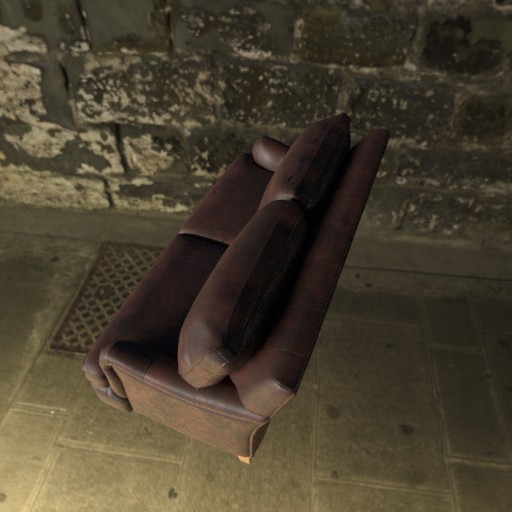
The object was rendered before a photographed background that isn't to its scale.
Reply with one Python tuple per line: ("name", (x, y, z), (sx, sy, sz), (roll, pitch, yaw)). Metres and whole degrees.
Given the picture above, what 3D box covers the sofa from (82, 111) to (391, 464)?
("sofa", (0.000, 0.000, 2.782), (1.147, 1.071, 2.144), (16, 49, 15))
